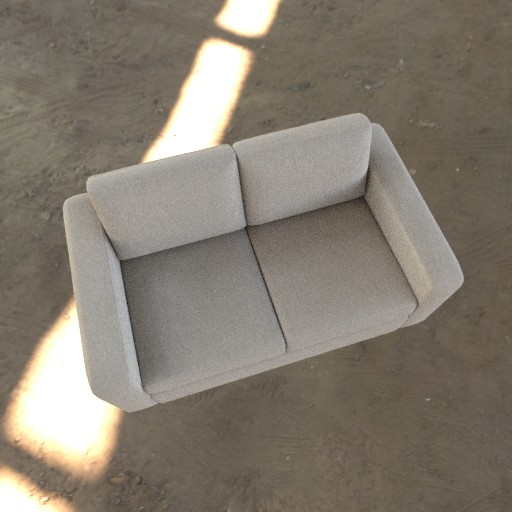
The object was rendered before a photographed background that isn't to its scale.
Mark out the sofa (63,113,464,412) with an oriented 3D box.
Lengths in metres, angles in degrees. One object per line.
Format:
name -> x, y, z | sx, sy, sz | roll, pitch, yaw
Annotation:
sofa -> 0.000, 0.000, 2.025 | 1.540, 0.800, 0.900 | -15, 65, -7
